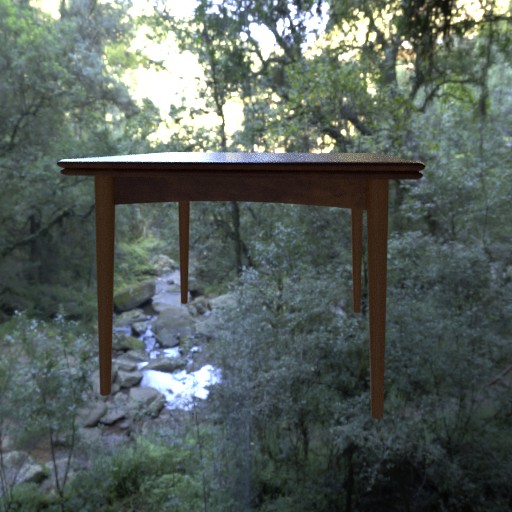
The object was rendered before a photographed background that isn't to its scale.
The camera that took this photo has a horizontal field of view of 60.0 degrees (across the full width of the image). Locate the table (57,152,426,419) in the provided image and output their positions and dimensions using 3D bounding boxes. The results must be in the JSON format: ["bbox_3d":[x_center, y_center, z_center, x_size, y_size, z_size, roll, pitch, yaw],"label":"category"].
[{"bbox_3d":[0.000,0.000,1.708,0.991,0.754,0.991,2,15,8],"label":"table"}]
